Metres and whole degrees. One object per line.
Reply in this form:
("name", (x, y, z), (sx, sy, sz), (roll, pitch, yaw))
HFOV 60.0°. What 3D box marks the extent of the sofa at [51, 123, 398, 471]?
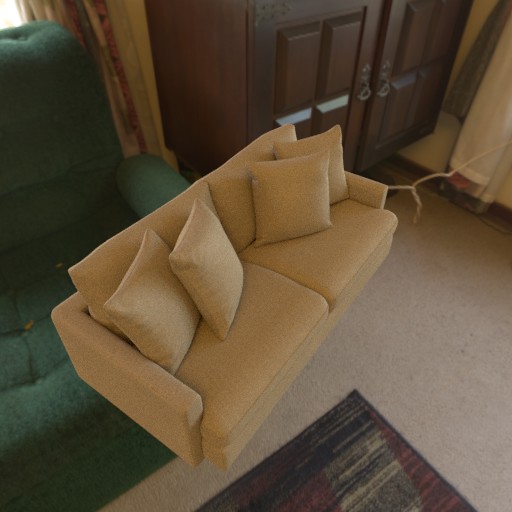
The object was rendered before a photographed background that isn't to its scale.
("sofa", (0.000, 0.000, 3.037), (1.228, 1.084, 2.380), (26, 48, 26))
